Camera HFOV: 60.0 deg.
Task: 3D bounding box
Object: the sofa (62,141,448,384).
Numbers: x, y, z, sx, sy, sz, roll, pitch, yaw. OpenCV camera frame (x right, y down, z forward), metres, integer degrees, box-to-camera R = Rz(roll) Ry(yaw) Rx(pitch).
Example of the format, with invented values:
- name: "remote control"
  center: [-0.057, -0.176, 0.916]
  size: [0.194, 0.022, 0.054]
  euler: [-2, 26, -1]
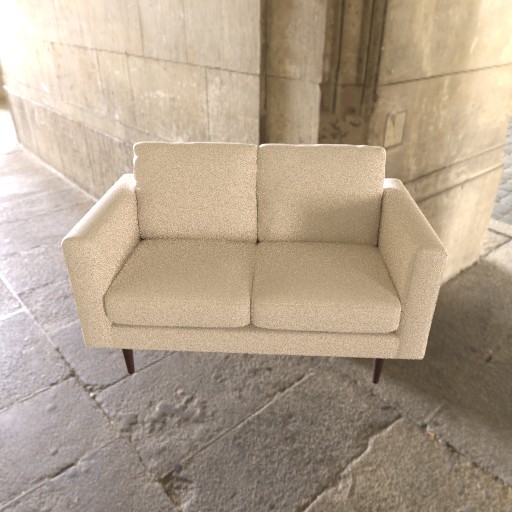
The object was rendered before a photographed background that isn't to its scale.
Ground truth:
- name: "sofa"
  center: [0.000, 0.000, 2.039]
  size: [1.430, 0.908, 0.796]
  euler: [2, 30, 3]
